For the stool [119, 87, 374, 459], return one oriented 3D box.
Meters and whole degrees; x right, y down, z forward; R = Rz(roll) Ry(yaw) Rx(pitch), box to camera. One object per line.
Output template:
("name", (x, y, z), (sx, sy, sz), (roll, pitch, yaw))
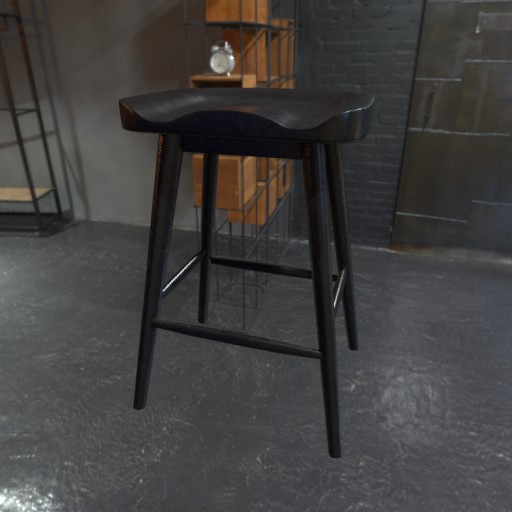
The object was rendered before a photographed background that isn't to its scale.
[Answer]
("stool", (0.000, 0.000, 0.898), (0.440, 0.615, 0.361), (7, 26, 15))
